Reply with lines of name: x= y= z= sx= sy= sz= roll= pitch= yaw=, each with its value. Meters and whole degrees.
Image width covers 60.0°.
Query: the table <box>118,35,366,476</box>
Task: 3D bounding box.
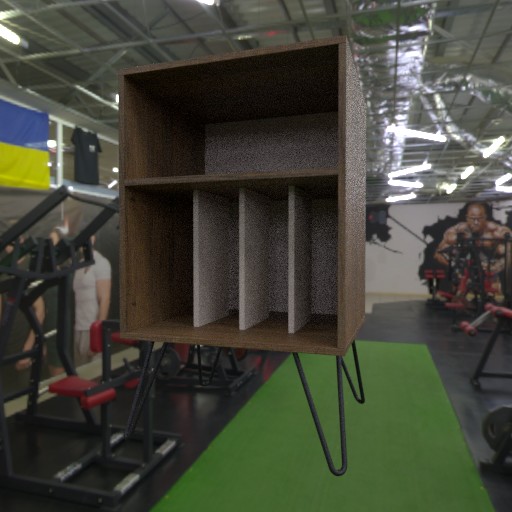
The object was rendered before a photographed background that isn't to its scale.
table: x=0.000 y=0.000 z=1.160 sx=0.526 sy=0.866 sz=0.457 roll=0 pitch=1 yaw=19
